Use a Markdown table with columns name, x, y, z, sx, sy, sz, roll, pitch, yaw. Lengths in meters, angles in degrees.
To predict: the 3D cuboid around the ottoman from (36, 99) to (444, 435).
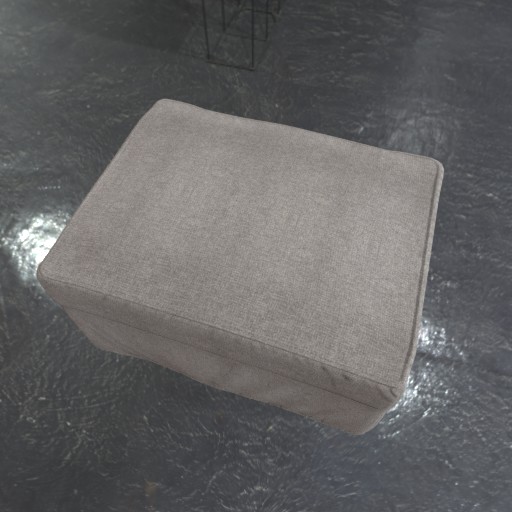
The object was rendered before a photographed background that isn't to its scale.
| name | x | y | z | sx | sy | sz | roll | pitch | yaw |
| --- | --- | --- | --- | --- | --- | --- | --- | --- | --- |
| ottoman | 0.000 | 0.000 | 1.220 | 0.833 | 0.492 | 0.652 | 16 | 59 | 10 |
